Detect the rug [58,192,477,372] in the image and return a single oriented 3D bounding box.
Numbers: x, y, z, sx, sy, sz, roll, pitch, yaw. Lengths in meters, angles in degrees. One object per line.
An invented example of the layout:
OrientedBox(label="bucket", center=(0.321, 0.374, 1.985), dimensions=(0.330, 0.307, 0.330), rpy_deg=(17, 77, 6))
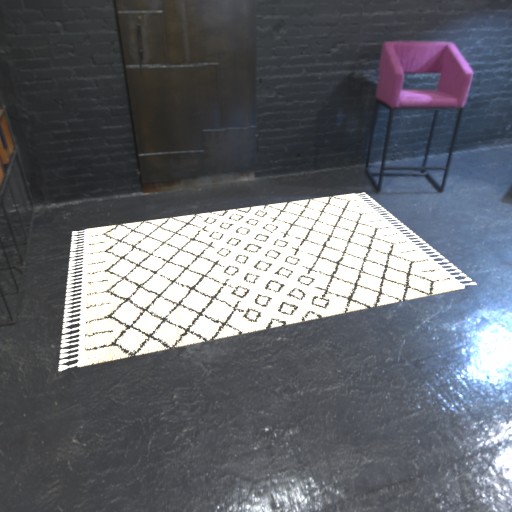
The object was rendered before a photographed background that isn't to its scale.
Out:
OrientedBox(label="rug", center=(0.000, 0.000, 2.493), dimensions=(2.006, 0.008, 1.196), rpy_deg=(-9, 33, -14))
